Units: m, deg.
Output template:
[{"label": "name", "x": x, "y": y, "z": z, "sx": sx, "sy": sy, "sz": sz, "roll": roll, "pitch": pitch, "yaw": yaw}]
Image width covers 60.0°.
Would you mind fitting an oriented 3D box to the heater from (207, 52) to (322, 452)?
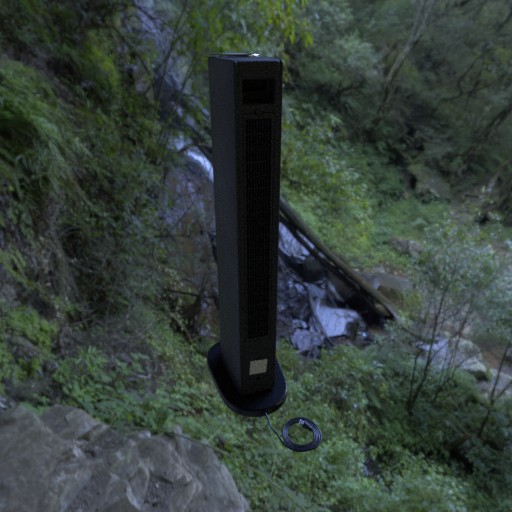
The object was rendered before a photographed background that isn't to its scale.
[{"label": "heater", "x": 0.000, "y": 0.000, "z": 1.041, "sx": 0.214, "sy": 0.856, "sz": 0.458, "roll": -8, "pitch": 28, "yaw": -16}]
